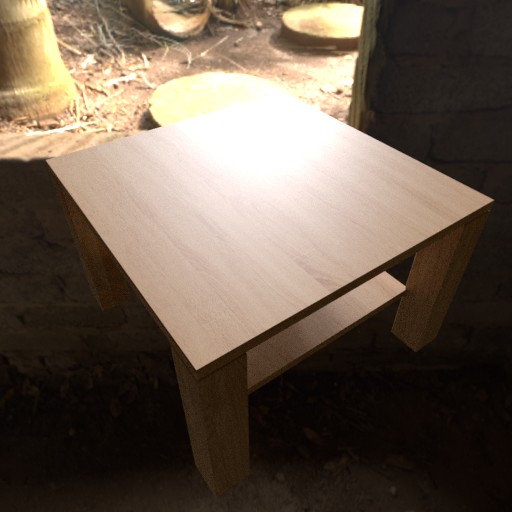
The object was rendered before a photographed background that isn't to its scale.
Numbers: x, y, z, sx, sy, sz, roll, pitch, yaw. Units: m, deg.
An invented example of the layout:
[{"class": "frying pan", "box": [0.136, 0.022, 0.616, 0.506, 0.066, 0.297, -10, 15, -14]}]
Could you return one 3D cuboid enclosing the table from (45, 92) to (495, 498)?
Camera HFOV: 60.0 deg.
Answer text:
[{"class": "table", "box": [0.000, 0.000, 1.114, 0.700, 0.450, 0.700, -25, 48, -26]}]
